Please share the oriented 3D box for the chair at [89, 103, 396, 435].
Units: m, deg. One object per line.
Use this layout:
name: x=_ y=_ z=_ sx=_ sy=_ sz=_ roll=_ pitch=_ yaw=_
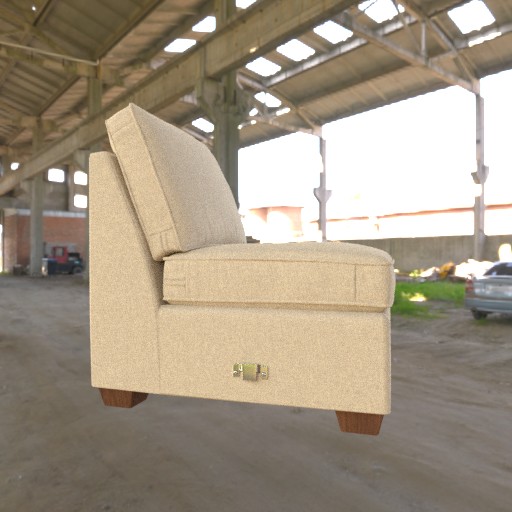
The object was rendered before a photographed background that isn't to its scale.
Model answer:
chair: x=0.000 y=0.000 z=1.563 sx=0.938 sy=0.970 sz=0.621 roll=0 pitch=0 yaw=17
